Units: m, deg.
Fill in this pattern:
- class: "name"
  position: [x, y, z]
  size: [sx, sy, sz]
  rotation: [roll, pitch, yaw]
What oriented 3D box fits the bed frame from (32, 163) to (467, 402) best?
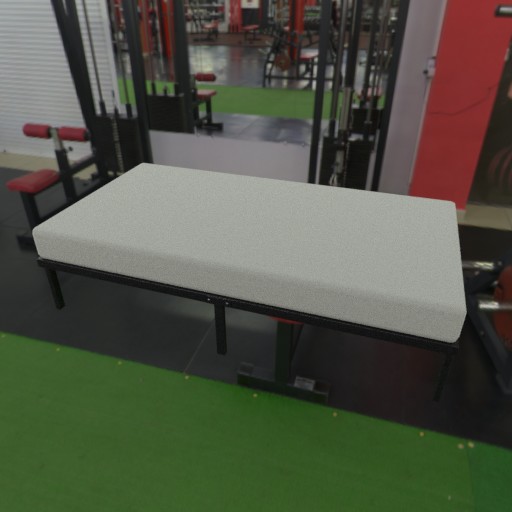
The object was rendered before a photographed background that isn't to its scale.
- class: "bed frame"
  position: [0.000, 0.000, 3.206]
  size: [2.635, 0.680, 1.393]
  rotation: [10, 33, 16]
